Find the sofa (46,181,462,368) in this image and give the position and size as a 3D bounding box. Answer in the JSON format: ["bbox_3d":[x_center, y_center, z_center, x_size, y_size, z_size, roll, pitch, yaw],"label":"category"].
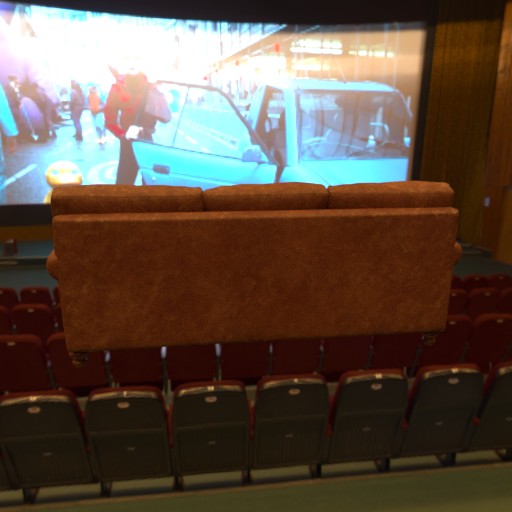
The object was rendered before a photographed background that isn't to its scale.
[{"bbox_3d":[0.000,0.000,2.846,2.351,0.977,0.973,-2,14,-8],"label":"sofa"}]
